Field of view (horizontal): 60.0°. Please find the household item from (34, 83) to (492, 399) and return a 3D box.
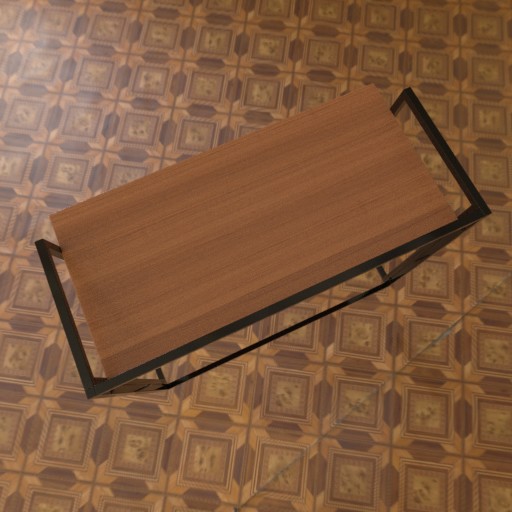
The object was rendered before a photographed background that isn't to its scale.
[{"bbox_3d":[0.000,0.000,1.506,1.050,0.860,0.510,-24,75,-7],"label":"household item"}]
